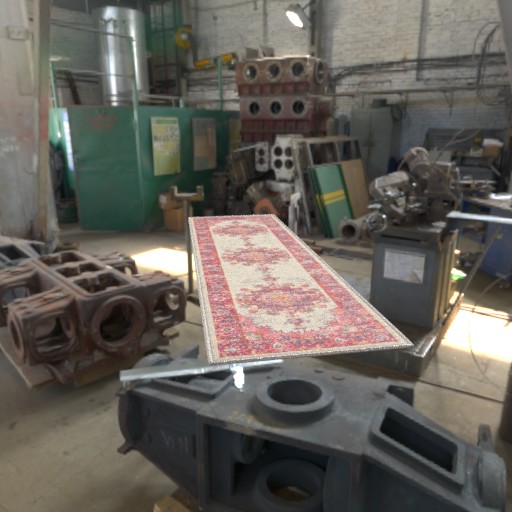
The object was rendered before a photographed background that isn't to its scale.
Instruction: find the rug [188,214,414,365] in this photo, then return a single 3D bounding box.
[{"bbox_3d":[0.000,0.000,2.019,0.562,0.009,1.824,-3,17,-9],"label":"rug"}]
